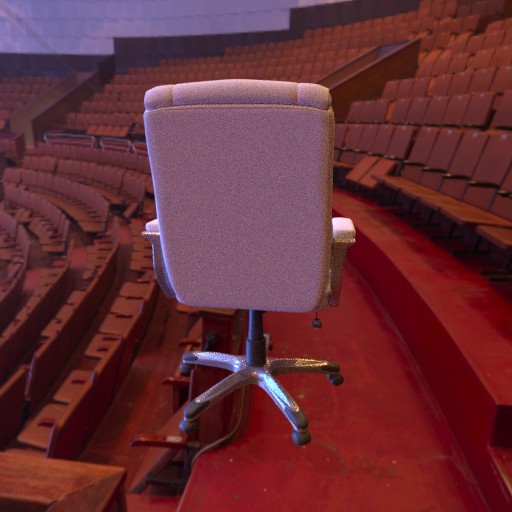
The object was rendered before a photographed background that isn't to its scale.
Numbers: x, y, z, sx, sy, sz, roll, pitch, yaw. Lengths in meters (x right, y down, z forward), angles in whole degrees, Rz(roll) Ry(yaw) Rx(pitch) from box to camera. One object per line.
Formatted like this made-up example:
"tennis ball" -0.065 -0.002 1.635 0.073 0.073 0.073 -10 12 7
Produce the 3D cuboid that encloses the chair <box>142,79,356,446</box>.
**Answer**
"chair" 0.000 0.000 1.586 0.687 1.120 0.738 2 17 8
